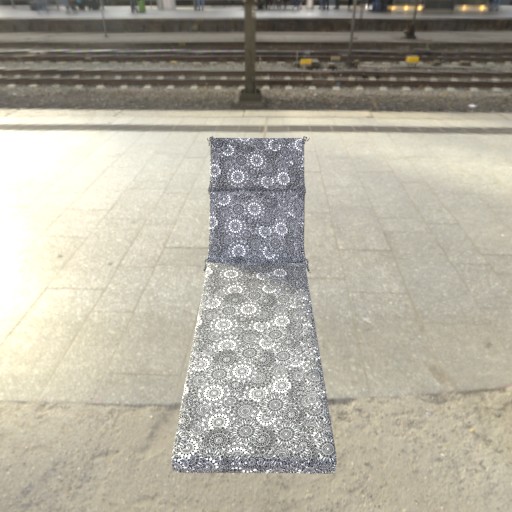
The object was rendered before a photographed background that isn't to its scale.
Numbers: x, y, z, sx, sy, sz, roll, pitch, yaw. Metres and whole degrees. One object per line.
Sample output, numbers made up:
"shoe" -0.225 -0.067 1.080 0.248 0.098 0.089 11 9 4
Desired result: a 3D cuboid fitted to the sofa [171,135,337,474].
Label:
"sofa" 0.000 0.000 1.942 0.582 0.622 1.663 0 31 0
